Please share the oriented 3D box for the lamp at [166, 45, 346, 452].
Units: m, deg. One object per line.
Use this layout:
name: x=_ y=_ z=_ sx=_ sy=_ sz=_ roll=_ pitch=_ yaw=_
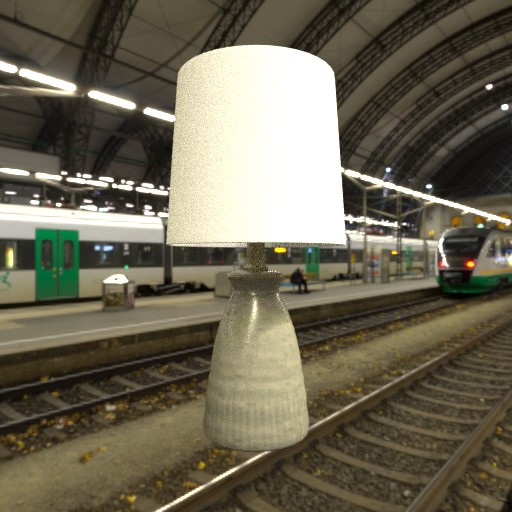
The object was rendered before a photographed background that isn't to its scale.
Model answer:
lamp: x=0.000 y=0.000 z=0.470 sx=0.186 sy=0.369 sz=0.186 roll=0 pitch=0 yaw=0
